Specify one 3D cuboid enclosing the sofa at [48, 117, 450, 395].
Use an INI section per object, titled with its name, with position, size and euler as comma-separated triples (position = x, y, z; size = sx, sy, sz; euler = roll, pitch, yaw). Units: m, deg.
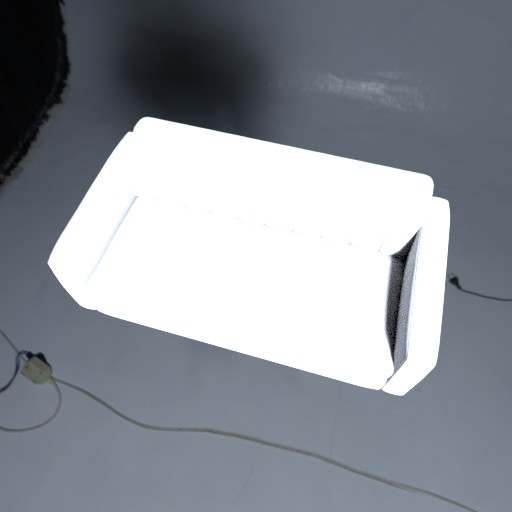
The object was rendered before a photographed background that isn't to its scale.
[sofa]
position = 0.000, 0.000, 2.455
size = 1.895, 0.814, 0.969
euler = 14, 60, 8
